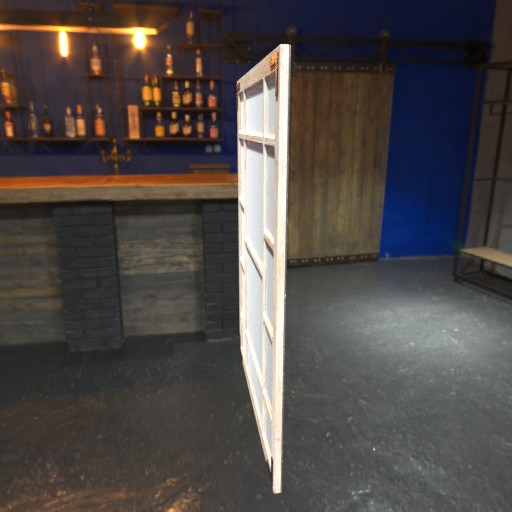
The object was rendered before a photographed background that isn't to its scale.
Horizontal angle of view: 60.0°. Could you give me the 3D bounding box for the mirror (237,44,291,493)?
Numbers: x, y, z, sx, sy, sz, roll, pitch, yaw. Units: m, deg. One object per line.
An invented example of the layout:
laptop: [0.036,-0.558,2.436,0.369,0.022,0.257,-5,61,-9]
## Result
mirror: [0.000,0.000,1.269,0.025,0.996,0.705,-2,17,-8]
